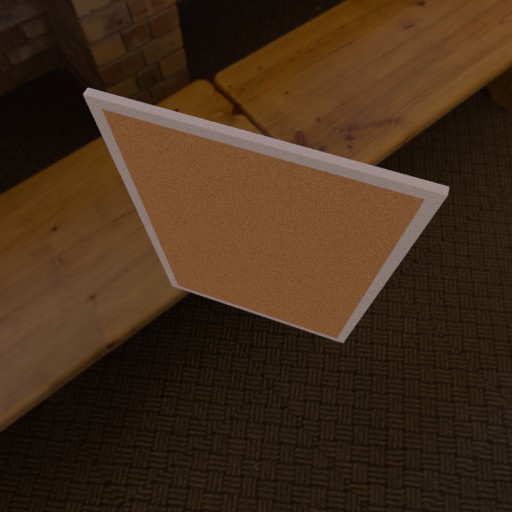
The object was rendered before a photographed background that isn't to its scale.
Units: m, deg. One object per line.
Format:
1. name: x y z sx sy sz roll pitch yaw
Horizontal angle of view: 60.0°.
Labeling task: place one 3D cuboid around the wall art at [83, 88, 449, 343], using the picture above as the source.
1. wall art: 0.000 0.000 0.824 0.456 0.656 0.013 18 66 8
